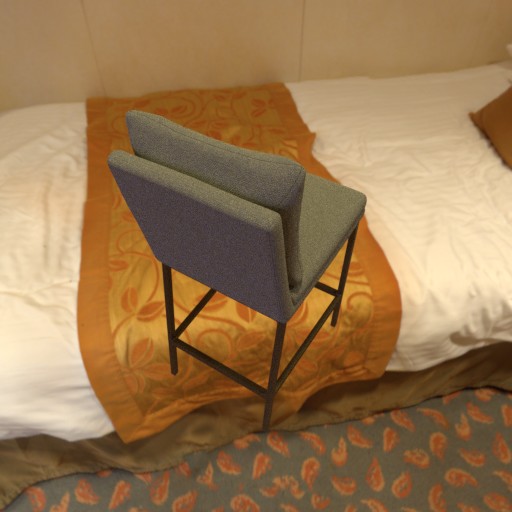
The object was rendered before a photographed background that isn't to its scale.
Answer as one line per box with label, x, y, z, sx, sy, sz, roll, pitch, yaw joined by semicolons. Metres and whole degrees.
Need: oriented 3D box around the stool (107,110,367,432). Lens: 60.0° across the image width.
stool;0.000;0.000;1.370;0.463;1.031;0.569;24;51;22
